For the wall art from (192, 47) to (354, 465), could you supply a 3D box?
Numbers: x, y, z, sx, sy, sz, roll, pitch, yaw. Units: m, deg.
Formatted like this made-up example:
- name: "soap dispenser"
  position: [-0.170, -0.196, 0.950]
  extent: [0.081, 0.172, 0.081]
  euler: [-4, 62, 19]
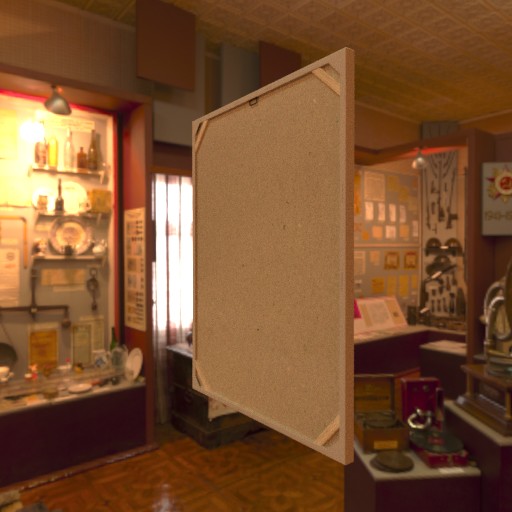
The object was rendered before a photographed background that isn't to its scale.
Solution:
- name: "wall art"
  position: [0.000, 0.000, 1.660]
  extent: [0.038, 1.212, 0.914]
  euler: [0, 1, -37]
